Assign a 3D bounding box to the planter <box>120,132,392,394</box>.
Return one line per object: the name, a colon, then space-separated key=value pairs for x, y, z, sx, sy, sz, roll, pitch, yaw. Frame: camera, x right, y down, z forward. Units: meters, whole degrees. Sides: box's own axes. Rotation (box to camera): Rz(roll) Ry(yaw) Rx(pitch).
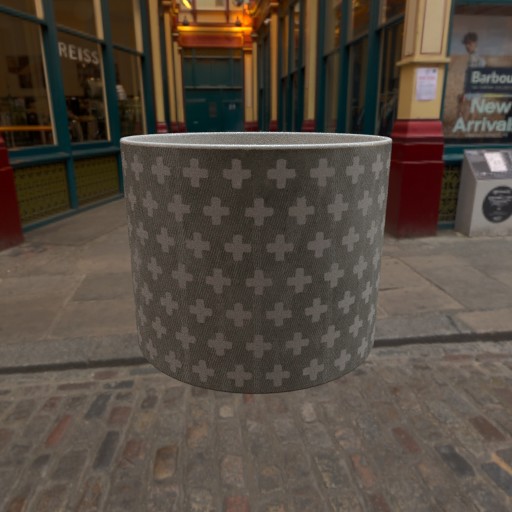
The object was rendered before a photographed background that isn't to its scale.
planter: x=0.000 y=0.000 z=0.460 sx=0.250 sy=0.239 sz=0.250 roll=0 pitch=18 yaw=0
